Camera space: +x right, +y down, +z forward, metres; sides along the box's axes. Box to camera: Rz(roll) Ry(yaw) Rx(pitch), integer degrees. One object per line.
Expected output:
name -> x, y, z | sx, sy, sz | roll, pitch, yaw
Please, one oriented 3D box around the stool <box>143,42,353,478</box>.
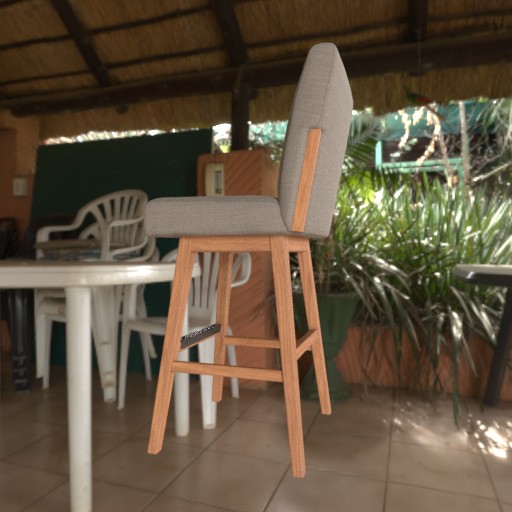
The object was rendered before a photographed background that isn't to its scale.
stool -> 0.000, 0.000, 1.399 | 0.570, 1.112, 0.483 | 0, 1, 18
